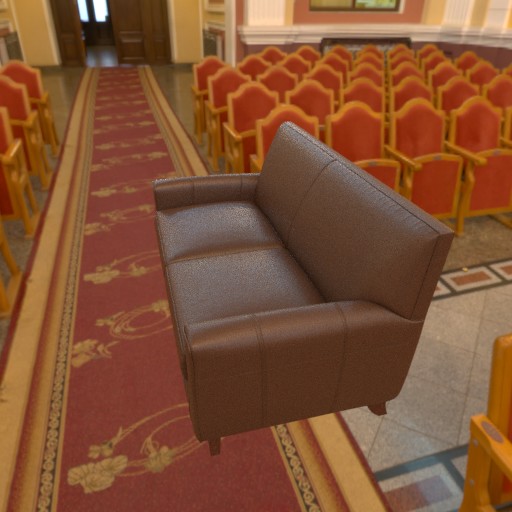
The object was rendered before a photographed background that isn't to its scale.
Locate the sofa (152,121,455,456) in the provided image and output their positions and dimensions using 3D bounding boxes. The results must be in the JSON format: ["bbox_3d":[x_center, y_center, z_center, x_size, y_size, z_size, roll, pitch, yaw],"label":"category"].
[{"bbox_3d":[0.000,0.000,2.054,0.853,0.859,1.468,-8,31,-13],"label":"sofa"}]
